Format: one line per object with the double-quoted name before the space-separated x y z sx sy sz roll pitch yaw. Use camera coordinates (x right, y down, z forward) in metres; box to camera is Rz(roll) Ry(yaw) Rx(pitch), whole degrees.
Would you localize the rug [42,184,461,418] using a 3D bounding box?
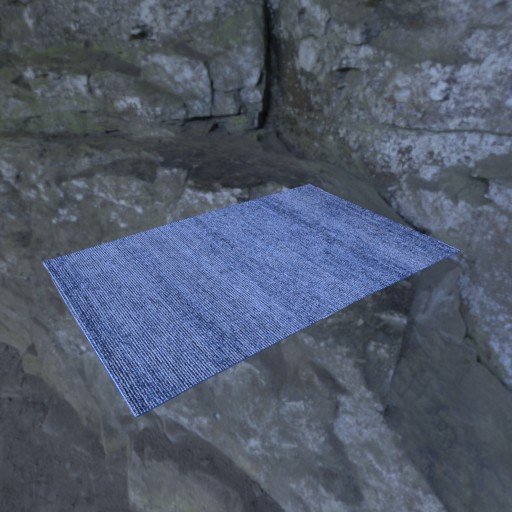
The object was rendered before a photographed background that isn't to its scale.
"rug" 0.000 0.000 2.250 1.793 0.025 1.159 -20 36 -30
